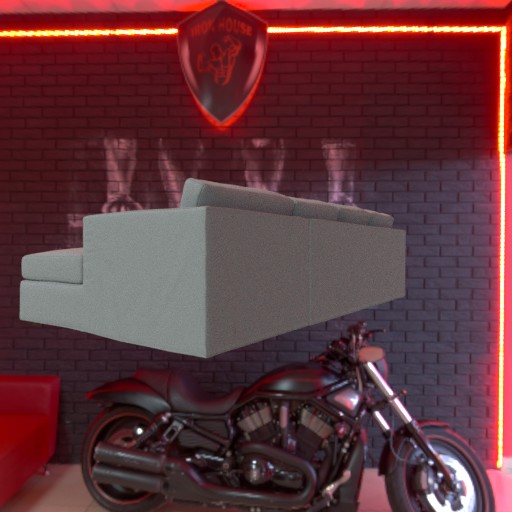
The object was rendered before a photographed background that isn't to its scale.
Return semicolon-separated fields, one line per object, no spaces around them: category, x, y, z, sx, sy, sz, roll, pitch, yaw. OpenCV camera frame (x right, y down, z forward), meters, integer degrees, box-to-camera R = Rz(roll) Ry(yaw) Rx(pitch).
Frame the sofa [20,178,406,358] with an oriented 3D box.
sofa;0.000;0.000;3.753;1.622;0.867;3.177;1;1;34
